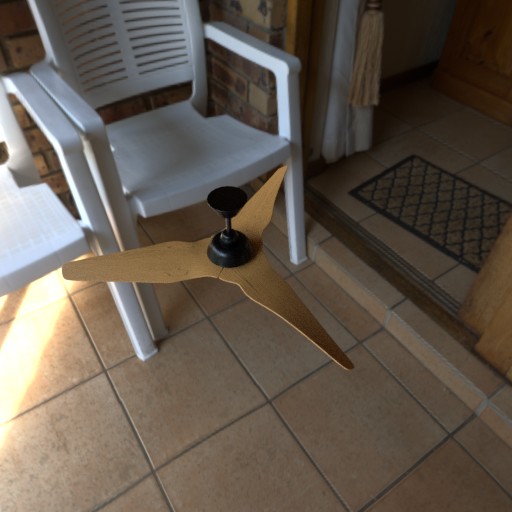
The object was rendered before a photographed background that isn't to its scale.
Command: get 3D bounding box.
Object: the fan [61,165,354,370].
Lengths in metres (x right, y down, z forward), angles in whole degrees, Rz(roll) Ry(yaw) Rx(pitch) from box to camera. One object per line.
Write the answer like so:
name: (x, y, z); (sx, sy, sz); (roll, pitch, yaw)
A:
fan: (0.000, 0.000, 1.619); (1.142, 0.355, 1.010); (-31, 53, -26)
